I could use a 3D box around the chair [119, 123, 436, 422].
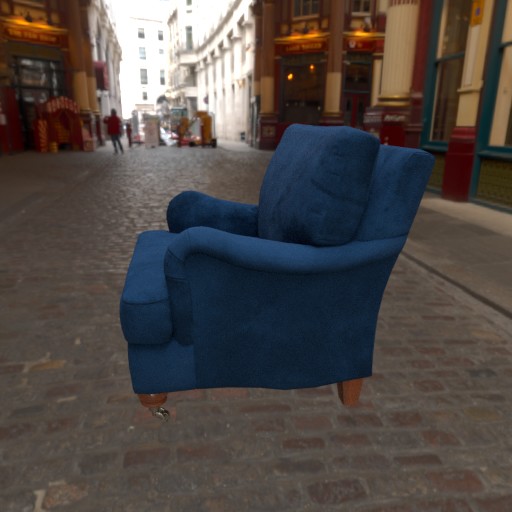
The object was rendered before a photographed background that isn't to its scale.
[{"bbox_3d":[0.000,0.000,1.896,1.078,1.076,0.895,-3,18,-10],"label":"chair"}]
